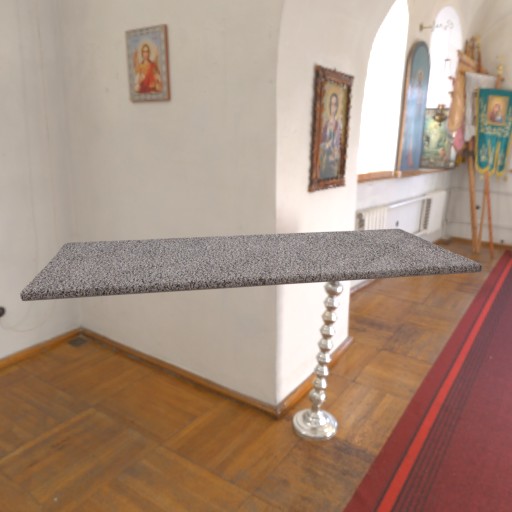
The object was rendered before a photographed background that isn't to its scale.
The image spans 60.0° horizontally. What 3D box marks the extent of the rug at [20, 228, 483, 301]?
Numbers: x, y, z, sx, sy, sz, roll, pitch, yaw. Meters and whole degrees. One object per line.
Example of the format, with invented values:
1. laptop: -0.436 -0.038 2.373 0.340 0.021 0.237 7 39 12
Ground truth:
1. rug: 0.000 0.000 1.716 1.524 0.030 0.609 -3 16 -10
